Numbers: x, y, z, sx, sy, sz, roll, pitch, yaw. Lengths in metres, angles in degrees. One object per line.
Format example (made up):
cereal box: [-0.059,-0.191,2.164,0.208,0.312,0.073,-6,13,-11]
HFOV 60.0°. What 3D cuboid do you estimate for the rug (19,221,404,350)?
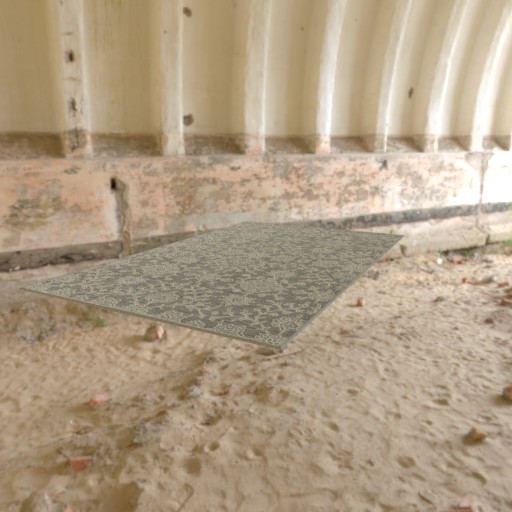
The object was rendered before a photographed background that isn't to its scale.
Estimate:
rug: [0.000,0.000,3.016,1.515,0.010,2.430,7,16,27]
